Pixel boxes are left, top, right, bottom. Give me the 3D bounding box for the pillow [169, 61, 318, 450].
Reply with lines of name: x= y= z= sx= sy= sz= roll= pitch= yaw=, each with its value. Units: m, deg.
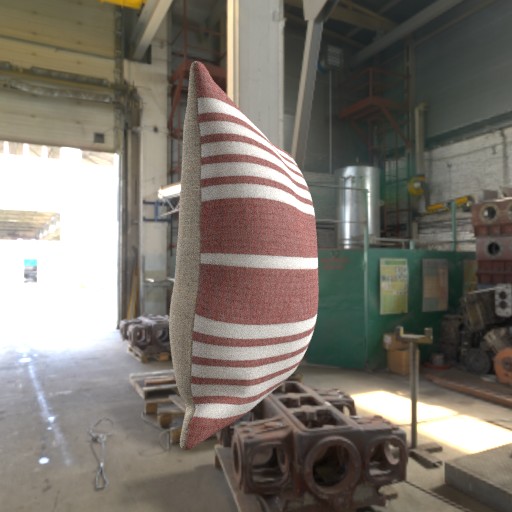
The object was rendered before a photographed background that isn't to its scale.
pillow: x=0.000 y=0.000 z=0.681 sx=0.182 sy=0.427 sz=0.439 roll=0 pitch=-1 yaw=18
